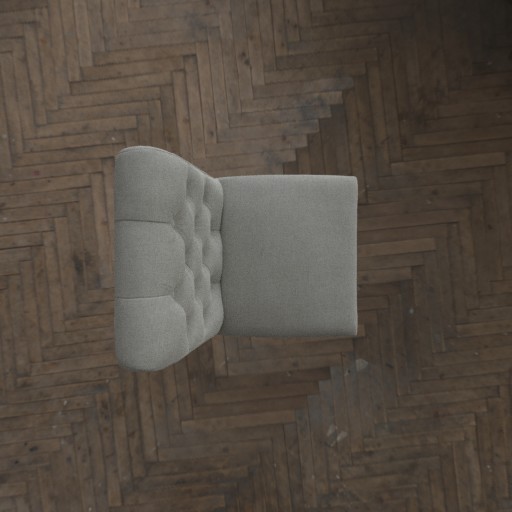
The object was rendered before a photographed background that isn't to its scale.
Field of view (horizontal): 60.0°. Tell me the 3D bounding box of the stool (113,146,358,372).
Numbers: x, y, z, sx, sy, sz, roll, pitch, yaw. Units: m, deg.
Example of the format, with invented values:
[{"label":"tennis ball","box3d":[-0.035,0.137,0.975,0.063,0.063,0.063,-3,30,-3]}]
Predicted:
[{"label":"stool","box3d":[0.000,0.000,1.456,0.601,1.140,0.493,0,91,0]}]
